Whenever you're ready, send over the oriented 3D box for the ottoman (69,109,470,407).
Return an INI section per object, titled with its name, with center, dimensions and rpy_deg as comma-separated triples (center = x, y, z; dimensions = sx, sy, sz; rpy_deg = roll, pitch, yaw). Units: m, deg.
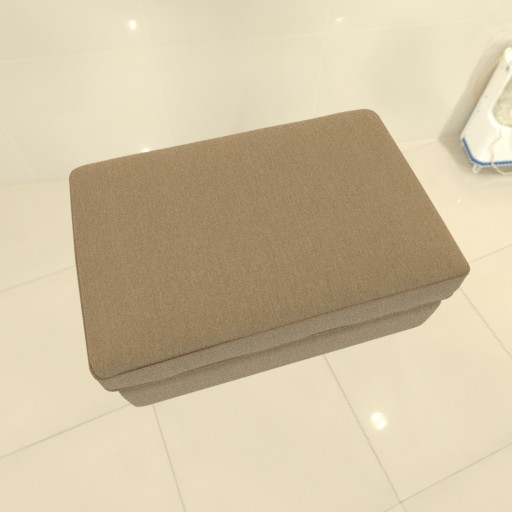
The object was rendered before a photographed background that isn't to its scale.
[ottoman]
center = 0.000, 0.000, 1.321
dimensions = 0.945, 0.521, 0.636
rpy_deg = -14, 61, -8
